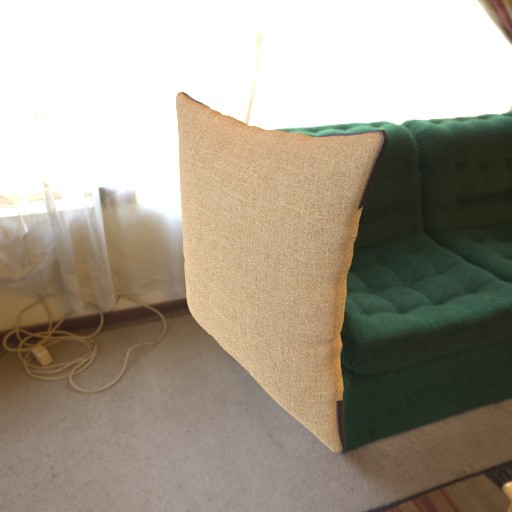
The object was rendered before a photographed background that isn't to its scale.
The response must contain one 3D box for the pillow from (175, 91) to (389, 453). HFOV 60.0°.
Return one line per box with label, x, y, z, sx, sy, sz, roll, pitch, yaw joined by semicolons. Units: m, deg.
pillow;0.000;0.000;0.676;0.147;0.441;0.440;-18;31;-32
